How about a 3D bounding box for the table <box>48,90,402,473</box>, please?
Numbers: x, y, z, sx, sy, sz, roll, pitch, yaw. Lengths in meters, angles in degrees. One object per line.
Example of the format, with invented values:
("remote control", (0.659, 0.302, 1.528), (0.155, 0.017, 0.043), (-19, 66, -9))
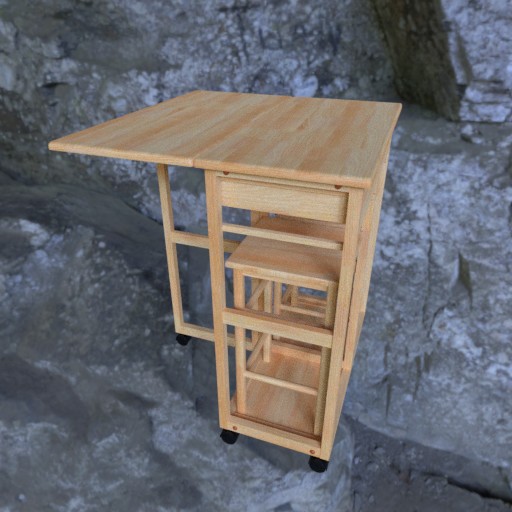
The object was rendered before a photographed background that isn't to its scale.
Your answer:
("table", (0.000, 0.000, 1.367), (0.693, 0.832, 0.752), (10, 31, 17))
